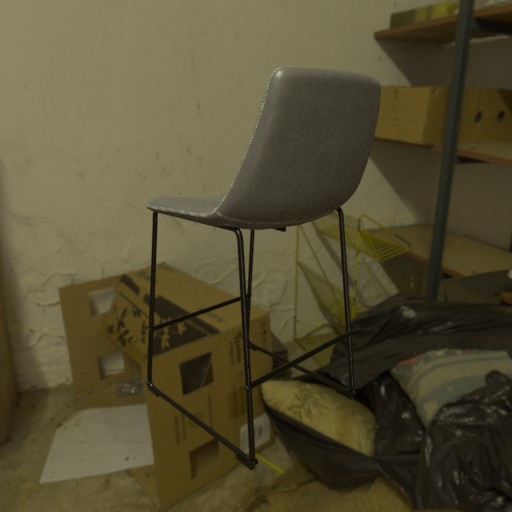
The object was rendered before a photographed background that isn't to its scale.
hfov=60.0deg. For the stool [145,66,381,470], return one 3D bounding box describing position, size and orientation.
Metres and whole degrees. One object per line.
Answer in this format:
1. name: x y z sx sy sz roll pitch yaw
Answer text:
1. stool: 0.000 0.000 1.181 0.470 0.876 0.546 -15 22 -42
